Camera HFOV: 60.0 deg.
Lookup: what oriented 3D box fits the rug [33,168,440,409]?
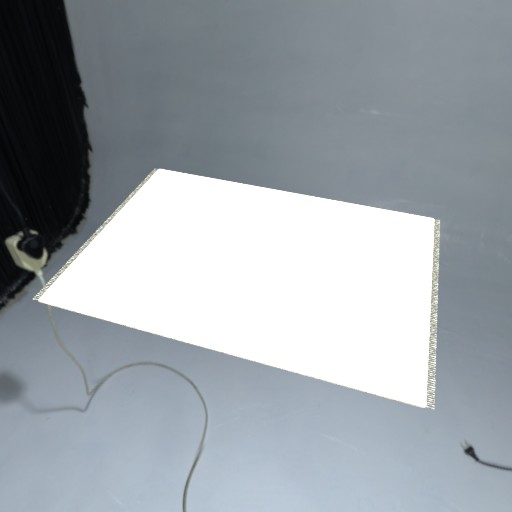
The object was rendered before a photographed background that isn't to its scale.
[{"bbox_3d":[0.000,0.000,2.843,2.233,0.011,1.514,12,44,13],"label":"rug"}]
